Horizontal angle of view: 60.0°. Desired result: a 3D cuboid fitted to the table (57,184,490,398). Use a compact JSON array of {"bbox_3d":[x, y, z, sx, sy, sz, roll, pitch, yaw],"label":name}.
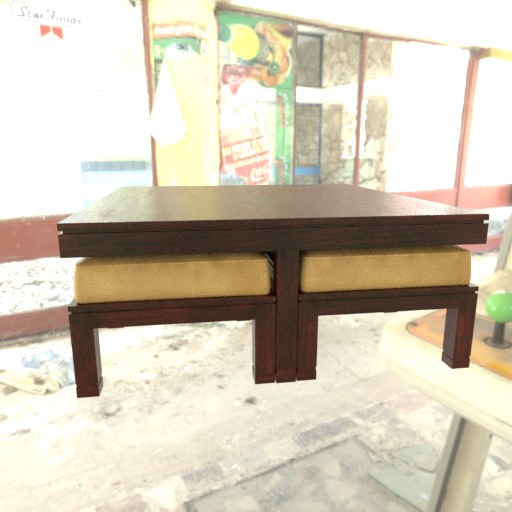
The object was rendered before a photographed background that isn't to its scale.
[{"bbox_3d":[0.000,0.000,1.326,0.865,0.356,0.865,-2,14,-8],"label":"table"}]
